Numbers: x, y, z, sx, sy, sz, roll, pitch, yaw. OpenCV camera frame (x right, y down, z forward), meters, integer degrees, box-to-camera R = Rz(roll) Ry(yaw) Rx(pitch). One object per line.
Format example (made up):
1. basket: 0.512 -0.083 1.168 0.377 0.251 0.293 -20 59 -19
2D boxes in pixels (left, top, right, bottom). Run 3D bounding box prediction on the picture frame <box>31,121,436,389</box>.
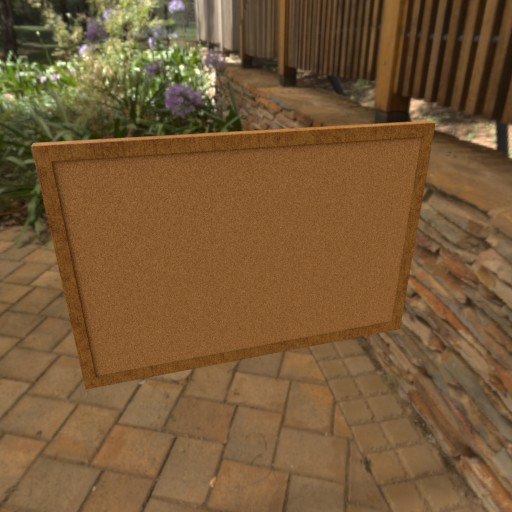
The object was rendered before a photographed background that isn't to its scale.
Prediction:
1. picture frame: 0.000 0.000 1.131 0.922 0.621 0.029 -8 27 -15
